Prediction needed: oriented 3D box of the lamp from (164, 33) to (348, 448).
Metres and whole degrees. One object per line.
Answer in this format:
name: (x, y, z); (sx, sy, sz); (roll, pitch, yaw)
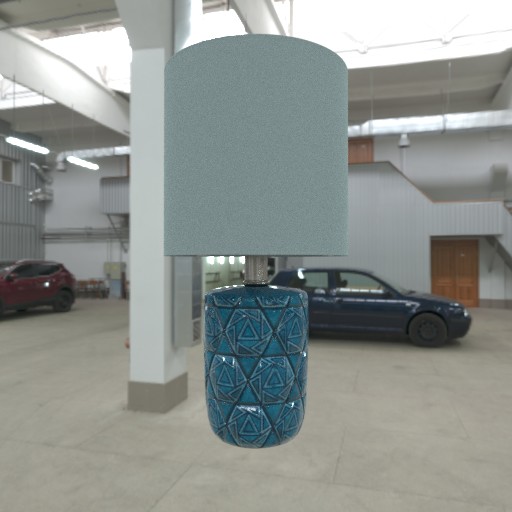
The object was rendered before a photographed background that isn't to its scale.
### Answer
lamp: (0.000, 0.000, 0.472); (0.193, 0.377, 0.193); (0, -1, -19)
